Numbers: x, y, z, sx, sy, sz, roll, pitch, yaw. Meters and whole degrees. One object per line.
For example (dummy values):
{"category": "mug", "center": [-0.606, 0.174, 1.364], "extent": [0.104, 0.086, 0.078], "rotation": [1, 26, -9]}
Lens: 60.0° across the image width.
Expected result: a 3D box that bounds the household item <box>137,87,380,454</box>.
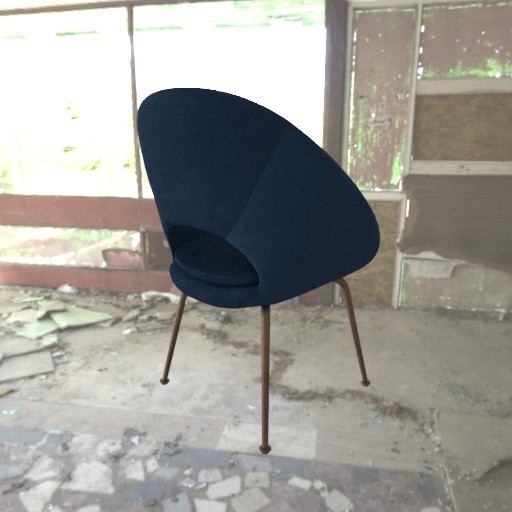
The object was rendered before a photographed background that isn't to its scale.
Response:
{"category": "household item", "center": [0.000, 0.000, 1.254], "extent": [0.573, 0.852, 0.623], "rotation": [-13, 19, -42]}
